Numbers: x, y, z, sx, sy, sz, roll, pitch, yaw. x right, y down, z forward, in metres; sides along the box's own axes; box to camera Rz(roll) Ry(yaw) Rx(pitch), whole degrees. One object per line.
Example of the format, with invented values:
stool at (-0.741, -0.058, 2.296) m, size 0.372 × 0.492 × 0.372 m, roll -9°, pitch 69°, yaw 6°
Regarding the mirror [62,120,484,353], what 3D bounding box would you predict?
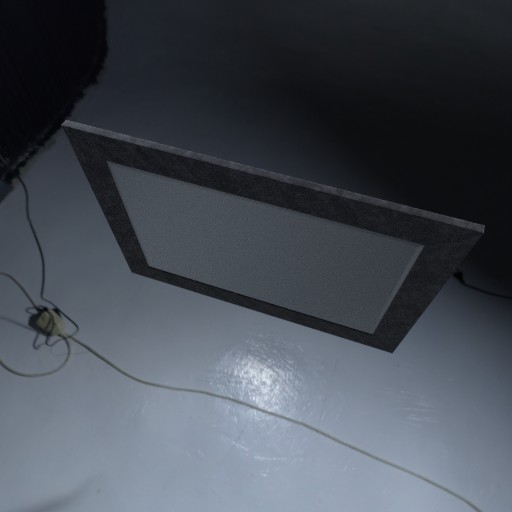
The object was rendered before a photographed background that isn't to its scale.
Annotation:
mirror at (0.000, 0.000, 1.445) m, size 1.101 × 0.795 × 0.022 m, roll 16°, pitch 59°, yaw 10°
